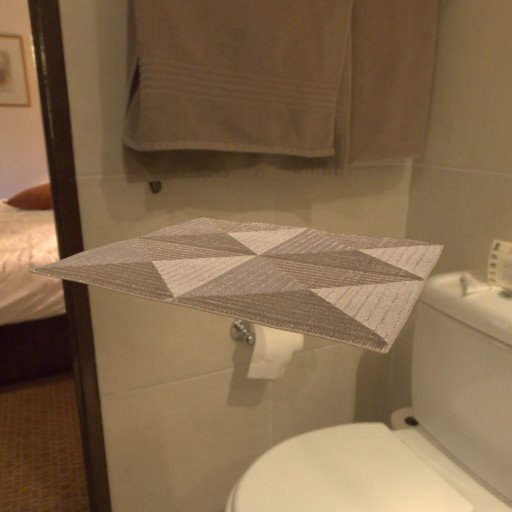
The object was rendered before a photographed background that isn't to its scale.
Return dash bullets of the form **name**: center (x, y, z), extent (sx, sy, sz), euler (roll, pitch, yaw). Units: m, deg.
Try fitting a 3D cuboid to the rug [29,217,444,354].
- **rug**: center (0.000, 0.000, 0.879), extent (0.642, 0.008, 0.551), euler (9, 18, 27)
